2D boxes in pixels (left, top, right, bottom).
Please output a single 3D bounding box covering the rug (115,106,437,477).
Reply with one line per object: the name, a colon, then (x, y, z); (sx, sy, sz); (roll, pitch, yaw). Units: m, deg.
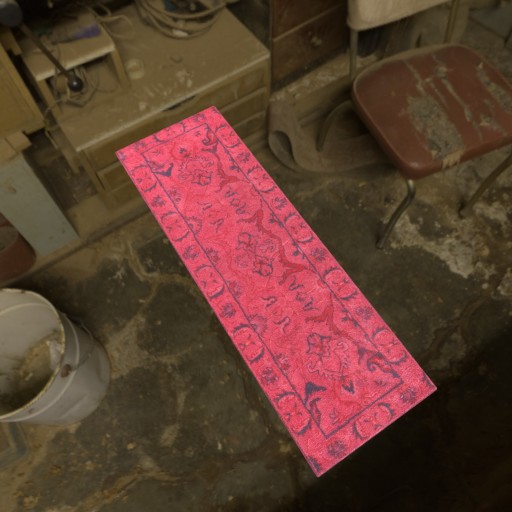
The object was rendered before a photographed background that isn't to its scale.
rug: (0.000, 0.000, 2.786); (0.813, 0.018, 2.439); (-30, 68, -13)
